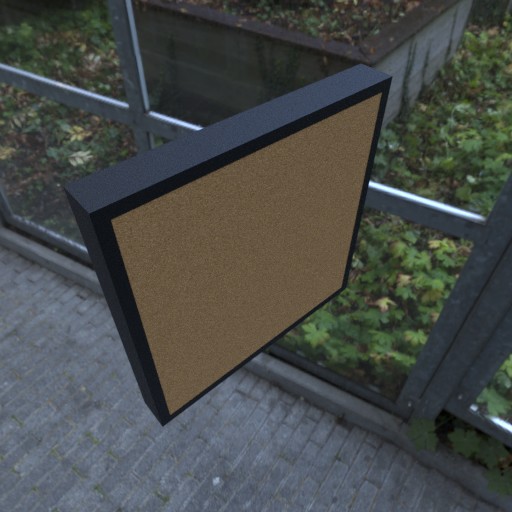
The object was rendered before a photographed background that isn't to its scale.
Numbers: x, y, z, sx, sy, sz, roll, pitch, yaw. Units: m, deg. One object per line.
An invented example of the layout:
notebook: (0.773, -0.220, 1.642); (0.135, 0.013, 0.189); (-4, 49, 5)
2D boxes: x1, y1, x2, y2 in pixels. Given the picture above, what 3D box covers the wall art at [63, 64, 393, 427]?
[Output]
wall art: (0.000, 0.000, 0.460); (0.305, 0.304, 0.038); (-32, 53, -28)
